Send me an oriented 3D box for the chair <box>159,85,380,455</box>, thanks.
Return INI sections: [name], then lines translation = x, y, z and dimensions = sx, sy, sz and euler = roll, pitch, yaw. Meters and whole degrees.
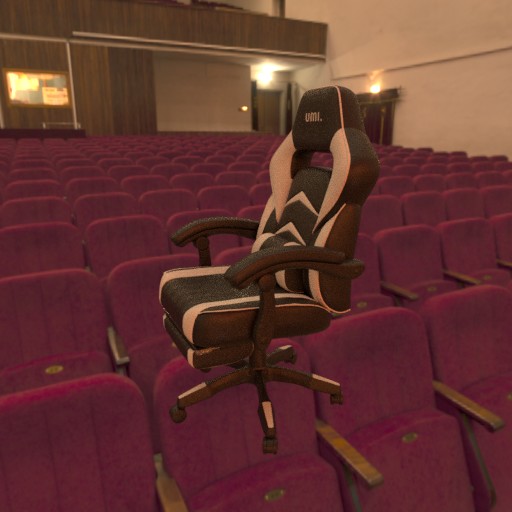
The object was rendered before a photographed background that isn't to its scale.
[chair]
translation = 0.000, 0.000, 1.640
dimensions = 0.700, 1.200, 0.676
euler = -7, 16, -25
